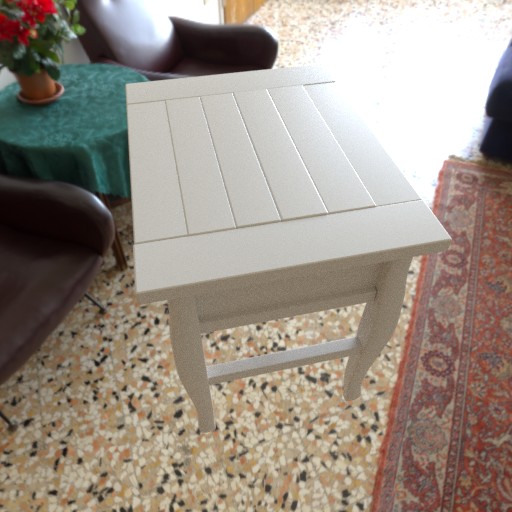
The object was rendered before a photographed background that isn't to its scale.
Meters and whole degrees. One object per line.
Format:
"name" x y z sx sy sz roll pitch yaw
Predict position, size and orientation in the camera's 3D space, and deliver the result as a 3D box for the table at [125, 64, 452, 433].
"table" 0.000 0.000 1.039 0.463 0.605 0.599 -9 48 -8
